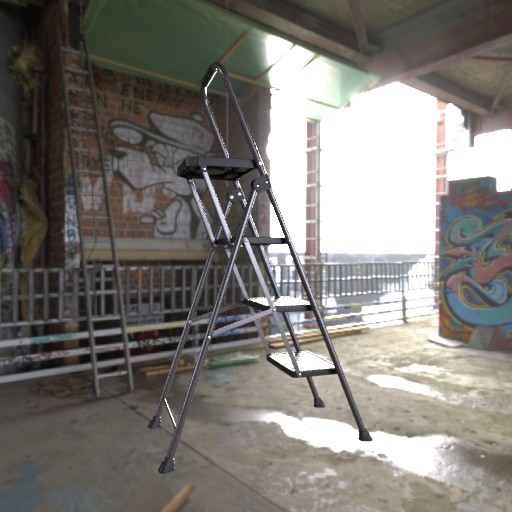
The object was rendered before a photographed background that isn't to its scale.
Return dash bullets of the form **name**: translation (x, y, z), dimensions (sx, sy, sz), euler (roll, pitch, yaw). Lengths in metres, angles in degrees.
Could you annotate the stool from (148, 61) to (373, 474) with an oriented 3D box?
- **stool**: translation (0.000, 0.000, 1.597), dimensions (0.733, 1.277, 0.396), euler (0, 0, -19)
